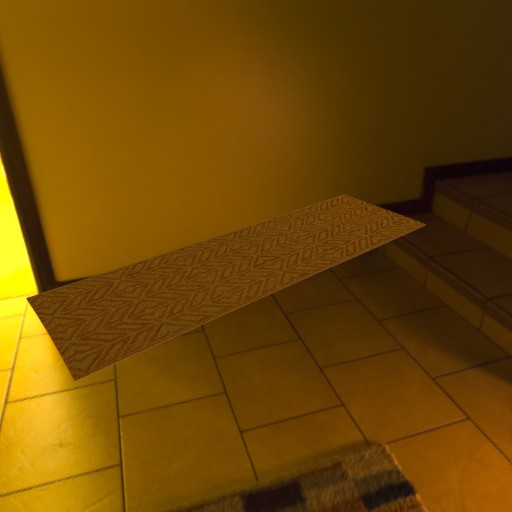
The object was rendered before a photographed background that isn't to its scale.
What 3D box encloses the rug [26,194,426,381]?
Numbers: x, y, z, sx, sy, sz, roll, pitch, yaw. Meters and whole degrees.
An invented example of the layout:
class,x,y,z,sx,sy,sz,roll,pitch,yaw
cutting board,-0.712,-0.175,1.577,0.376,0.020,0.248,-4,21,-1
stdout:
class,x,y,z,sx,sy,sz,roll,pitch,yaw
rug,0.000,0.000,2.692,2.435,0.009,0.750,-21,35,-33
